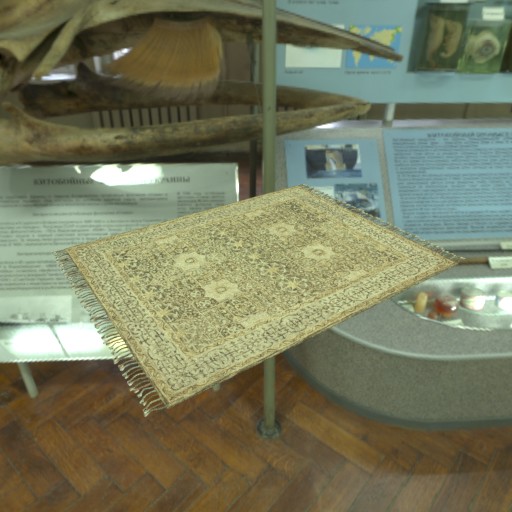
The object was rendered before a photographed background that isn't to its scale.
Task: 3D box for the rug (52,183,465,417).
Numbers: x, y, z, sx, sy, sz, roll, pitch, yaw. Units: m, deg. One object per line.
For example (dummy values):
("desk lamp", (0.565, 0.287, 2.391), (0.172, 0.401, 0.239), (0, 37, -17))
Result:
("rug", (0.000, 0.000, 4.346), (3.291, 0.017, 2.431), (-19, 36, -29))
